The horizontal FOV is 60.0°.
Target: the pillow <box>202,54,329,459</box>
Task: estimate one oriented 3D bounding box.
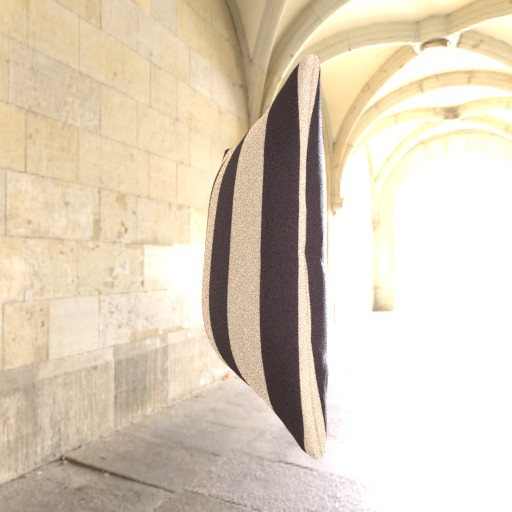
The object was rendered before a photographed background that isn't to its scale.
[{"bbox_3d":[0.000,0.000,0.817,0.189,0.526,0.536,0,-1,-17],"label":"pillow"}]
